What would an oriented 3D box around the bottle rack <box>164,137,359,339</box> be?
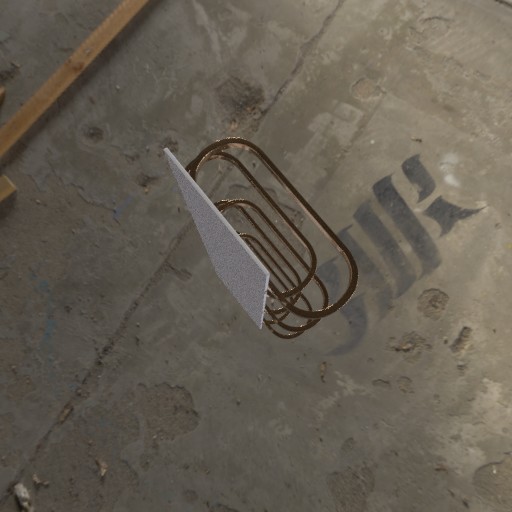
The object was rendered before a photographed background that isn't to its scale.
[{"bbox_3d":[0.000,0.000,0.825,0.118,0.709,0.332,-38,79,-8],"label":"bottle rack"}]
